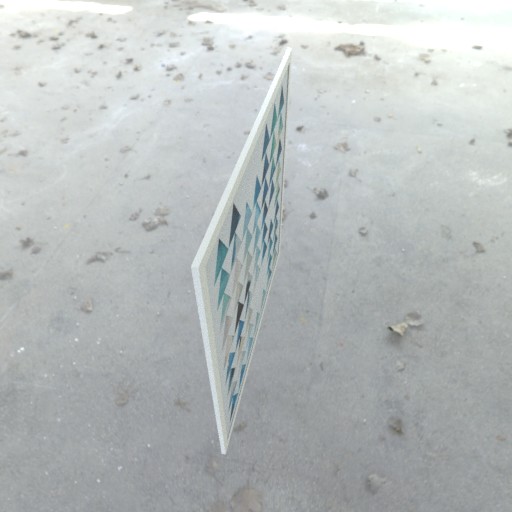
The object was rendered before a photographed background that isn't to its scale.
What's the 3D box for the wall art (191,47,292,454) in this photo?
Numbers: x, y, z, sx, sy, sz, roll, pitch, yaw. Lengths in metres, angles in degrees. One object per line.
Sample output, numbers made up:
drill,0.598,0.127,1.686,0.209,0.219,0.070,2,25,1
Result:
wall art,0.000,0.000,1.231,0.012,0.809,0.809,10,48,9
